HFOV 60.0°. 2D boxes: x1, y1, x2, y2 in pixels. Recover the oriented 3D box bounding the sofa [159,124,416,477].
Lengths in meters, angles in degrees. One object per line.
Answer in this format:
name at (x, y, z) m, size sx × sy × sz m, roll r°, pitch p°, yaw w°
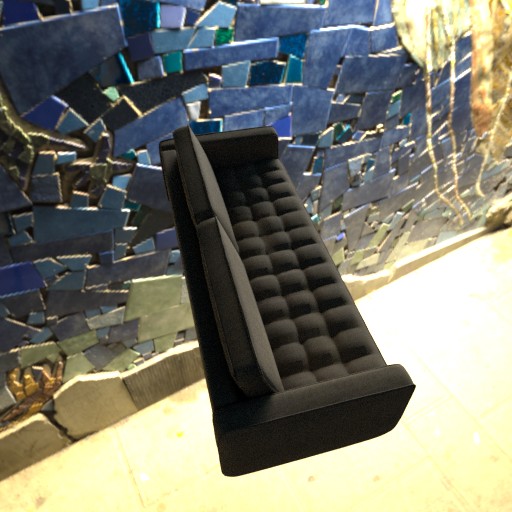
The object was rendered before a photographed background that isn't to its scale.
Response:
sofa at (0.000, 0.000, 2.742) m, size 0.923 × 0.813 × 2.295 m, roll -11°, pitch 48°, yaw -10°
